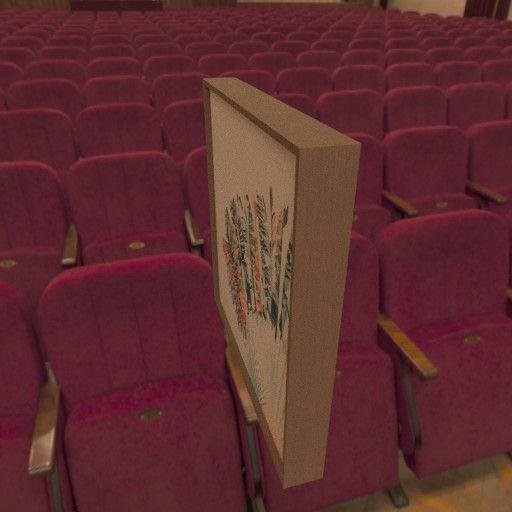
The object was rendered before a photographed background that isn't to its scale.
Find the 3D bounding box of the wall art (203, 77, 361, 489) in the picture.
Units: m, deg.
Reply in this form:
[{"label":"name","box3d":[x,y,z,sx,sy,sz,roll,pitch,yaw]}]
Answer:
[{"label":"wall art","box3d":[0.000,0.000,0.451,0.038,0.303,0.304,-8,30,-14]}]
